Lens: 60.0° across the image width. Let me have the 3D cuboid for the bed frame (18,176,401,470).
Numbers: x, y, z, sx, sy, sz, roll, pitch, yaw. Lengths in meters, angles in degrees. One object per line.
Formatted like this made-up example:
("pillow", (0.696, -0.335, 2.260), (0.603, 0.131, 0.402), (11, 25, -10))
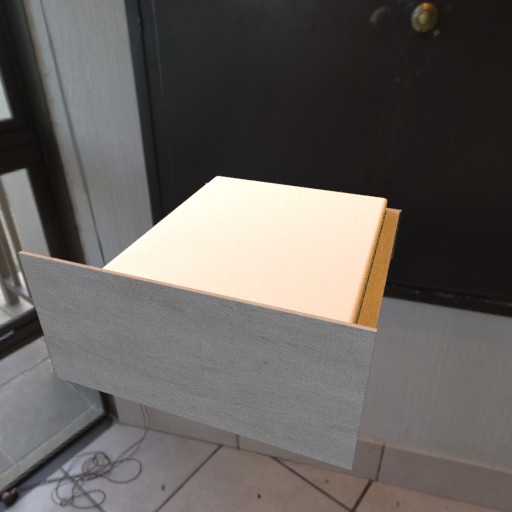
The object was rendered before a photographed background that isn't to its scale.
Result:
("bed frame", (0.000, 0.000, 2.802), (1.622, 0.800, 1.960), (11, 32, 17))
